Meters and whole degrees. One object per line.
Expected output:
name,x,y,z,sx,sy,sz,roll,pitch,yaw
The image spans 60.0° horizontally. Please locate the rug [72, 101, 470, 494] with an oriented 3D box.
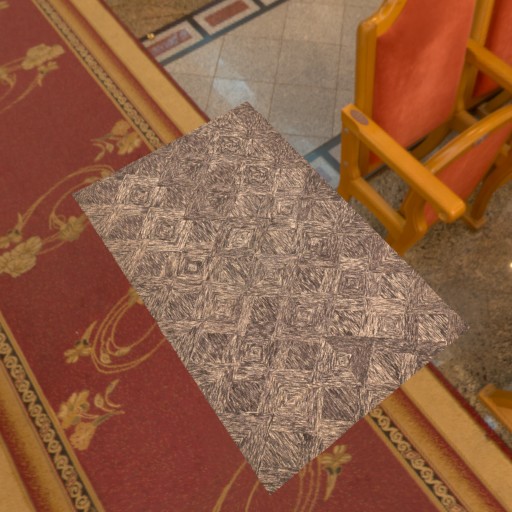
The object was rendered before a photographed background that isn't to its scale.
rug,0.000,0.000,2.261,1.189,0.011,1.808,-33,68,-15
